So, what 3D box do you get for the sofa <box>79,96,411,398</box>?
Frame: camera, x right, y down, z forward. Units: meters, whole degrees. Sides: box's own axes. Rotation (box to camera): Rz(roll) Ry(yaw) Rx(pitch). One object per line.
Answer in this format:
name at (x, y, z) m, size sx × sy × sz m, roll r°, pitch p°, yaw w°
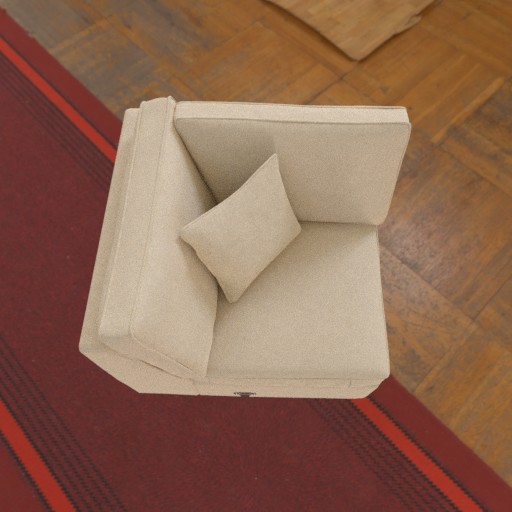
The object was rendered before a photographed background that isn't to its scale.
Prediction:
sofa at (0.000, 0.000, 1.932) m, size 1.146 × 1.002 × 1.084 m, roll 1°, pitch 63°, yaw 0°
